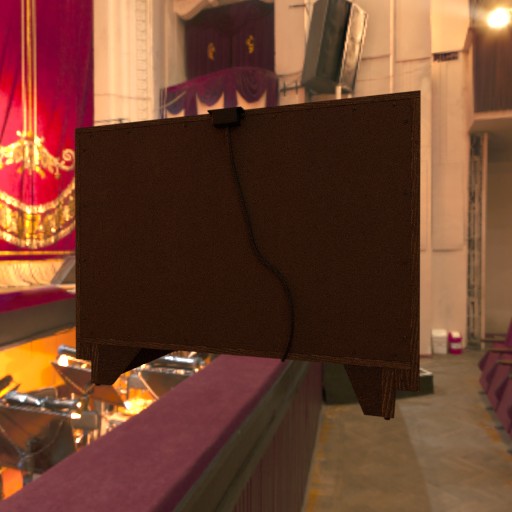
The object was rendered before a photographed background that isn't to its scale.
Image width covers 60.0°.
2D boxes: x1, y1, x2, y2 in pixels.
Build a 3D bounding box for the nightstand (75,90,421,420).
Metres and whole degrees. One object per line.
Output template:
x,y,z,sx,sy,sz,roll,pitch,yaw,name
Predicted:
0.000,0.000,1.130,0.775,0.612,0.457,0,1,19,nightstand
